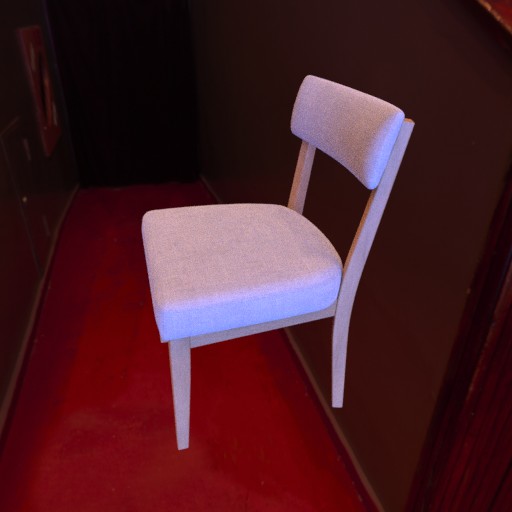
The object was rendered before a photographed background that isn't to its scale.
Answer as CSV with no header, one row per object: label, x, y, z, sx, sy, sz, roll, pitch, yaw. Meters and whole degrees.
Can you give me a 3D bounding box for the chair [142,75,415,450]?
chair,0.000,0.000,1.195,0.572,0.832,0.508,-8,31,-14
